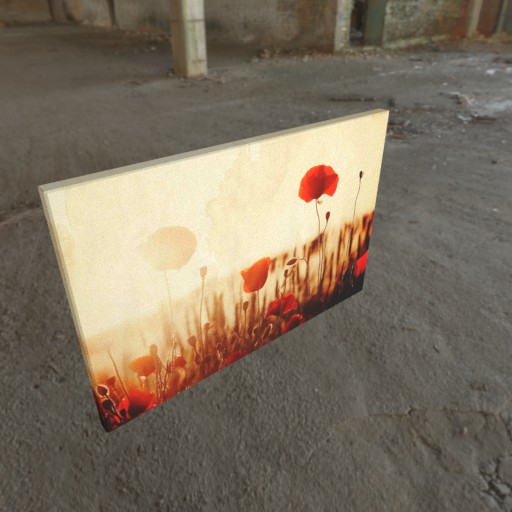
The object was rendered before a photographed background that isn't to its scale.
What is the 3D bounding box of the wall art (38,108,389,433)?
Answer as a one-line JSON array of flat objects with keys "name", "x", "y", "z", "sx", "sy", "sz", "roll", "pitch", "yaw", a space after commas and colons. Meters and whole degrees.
[{"name": "wall art", "x": 0.000, "y": 0.000, "z": 1.135, "sx": 0.918, "sy": 0.602, "sz": 0.038, "roll": -23, "pitch": 37, "yaw": -33}]
